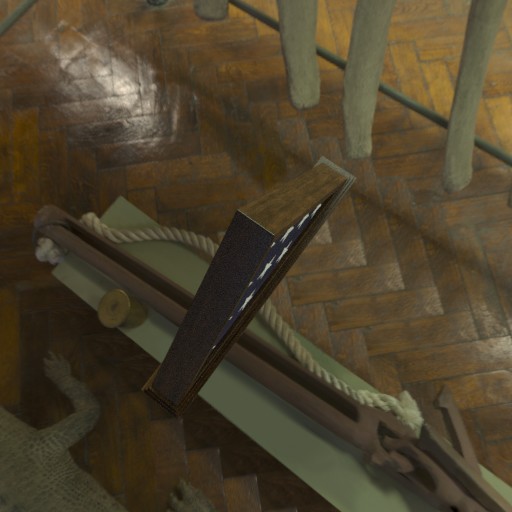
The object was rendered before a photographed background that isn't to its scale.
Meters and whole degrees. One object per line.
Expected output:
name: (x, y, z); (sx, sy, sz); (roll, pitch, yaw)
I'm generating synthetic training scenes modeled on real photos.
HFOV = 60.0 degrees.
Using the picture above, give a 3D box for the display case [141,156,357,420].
display case: (0.000, 0.000, 0.781); (0.095, 0.340, 0.640); (35, 77, 9)
